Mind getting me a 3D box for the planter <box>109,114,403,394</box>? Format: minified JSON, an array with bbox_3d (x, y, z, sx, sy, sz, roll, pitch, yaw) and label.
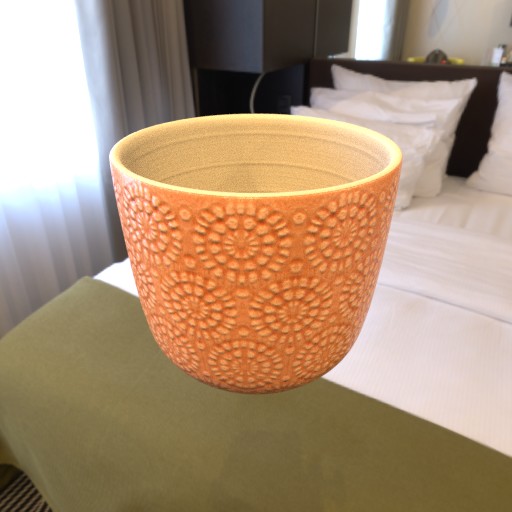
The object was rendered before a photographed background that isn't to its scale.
[{"bbox_3d":[0.000,0.000,0.372,0.208,0.190,0.208,0,29,0],"label":"planter"}]
